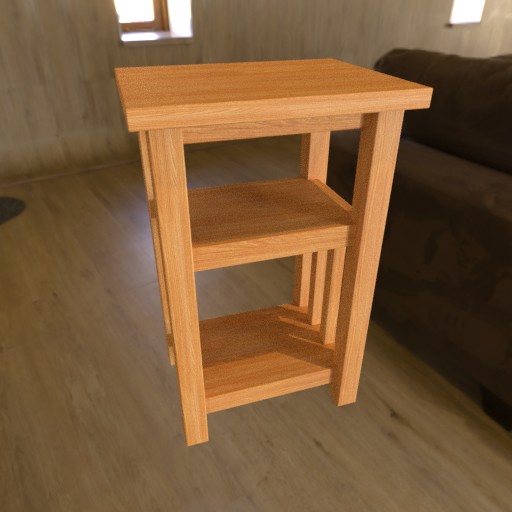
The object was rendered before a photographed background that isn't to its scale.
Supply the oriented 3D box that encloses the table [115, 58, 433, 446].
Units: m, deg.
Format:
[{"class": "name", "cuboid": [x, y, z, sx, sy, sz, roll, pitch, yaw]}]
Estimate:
[{"class": "table", "cuboid": [0.000, 0.000, 0.725, 0.350, 0.550, 0.270, -9, 32, -15]}]
